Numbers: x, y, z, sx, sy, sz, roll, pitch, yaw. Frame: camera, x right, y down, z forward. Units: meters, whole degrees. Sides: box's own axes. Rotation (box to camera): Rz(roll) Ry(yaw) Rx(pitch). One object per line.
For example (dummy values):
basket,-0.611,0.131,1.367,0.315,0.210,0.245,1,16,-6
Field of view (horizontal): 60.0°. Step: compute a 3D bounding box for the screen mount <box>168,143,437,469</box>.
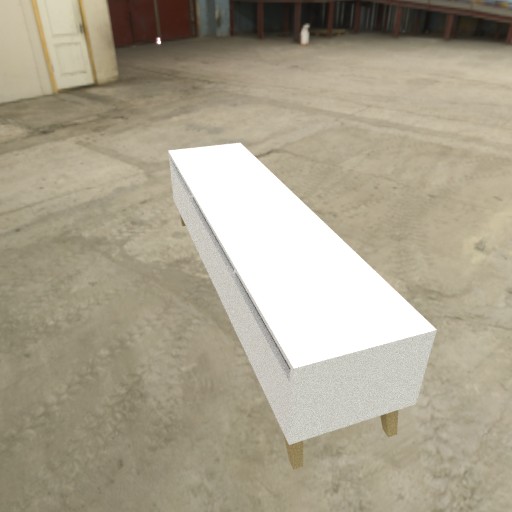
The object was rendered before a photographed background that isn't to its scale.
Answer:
screen mount,0.000,0.000,1.850,0.399,0.432,1.644,-11,33,-17
